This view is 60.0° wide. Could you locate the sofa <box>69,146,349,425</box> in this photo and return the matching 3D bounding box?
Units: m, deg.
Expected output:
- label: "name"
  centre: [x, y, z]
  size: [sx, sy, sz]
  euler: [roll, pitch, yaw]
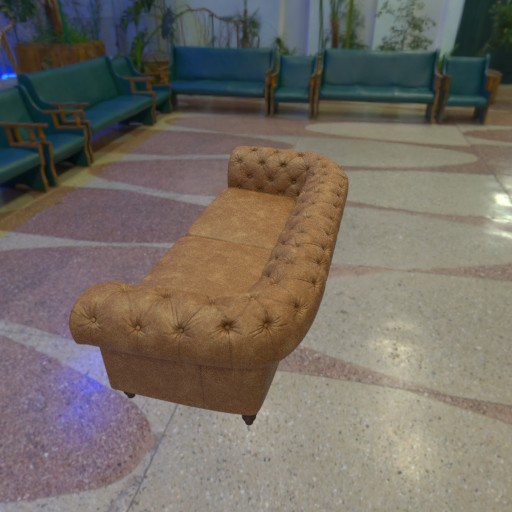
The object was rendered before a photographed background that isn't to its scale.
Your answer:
- label: "sofa"
  centre: [0.000, 0.000, 2.794]
  size: [0.989, 0.760, 2.365]
  euler: [8, 31, 13]
